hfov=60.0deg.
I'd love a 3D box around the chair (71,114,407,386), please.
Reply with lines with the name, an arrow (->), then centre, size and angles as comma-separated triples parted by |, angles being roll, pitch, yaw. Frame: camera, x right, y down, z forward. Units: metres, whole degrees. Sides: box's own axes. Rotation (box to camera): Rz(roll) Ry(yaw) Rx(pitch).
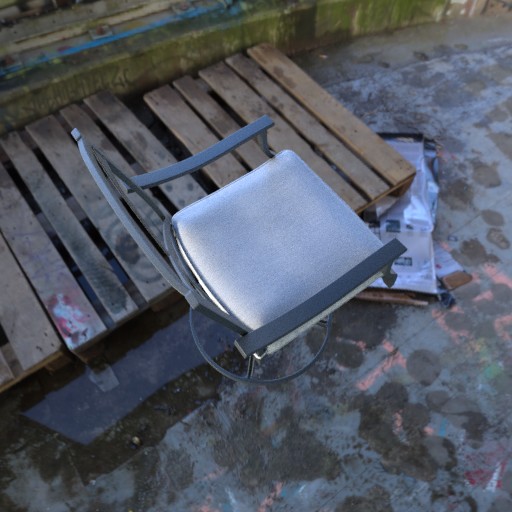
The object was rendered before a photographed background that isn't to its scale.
chair -> 0.000, 0.000, 1.269 | 0.620, 0.889, 0.575 | -31, 63, -18
